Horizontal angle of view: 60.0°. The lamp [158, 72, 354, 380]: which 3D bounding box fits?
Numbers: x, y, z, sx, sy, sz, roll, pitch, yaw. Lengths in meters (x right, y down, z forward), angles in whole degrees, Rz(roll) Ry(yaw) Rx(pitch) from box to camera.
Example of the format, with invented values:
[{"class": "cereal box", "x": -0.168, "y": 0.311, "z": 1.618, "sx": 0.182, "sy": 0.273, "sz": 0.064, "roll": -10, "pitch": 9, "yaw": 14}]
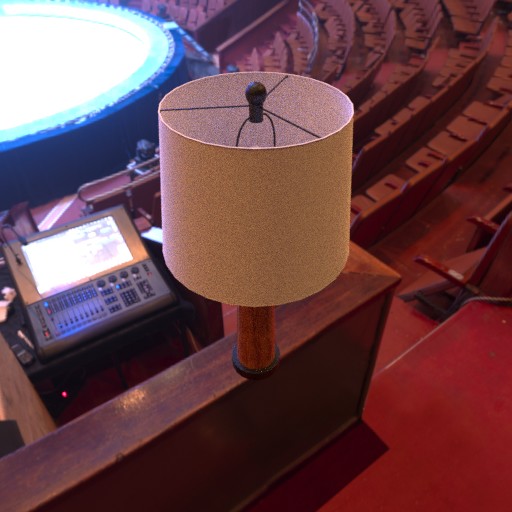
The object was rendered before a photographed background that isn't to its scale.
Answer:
[{"class": "lamp", "x": 0.000, "y": 0.000, "z": 0.864, "sx": 0.349, "sy": 0.667, "sz": 0.349, "roll": 0, "pitch": 40, "yaw": 0}]
